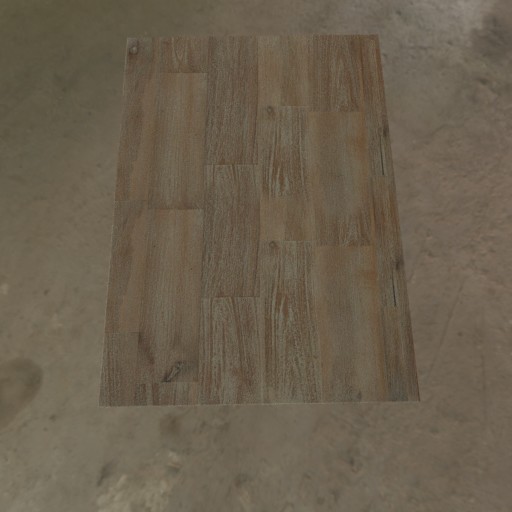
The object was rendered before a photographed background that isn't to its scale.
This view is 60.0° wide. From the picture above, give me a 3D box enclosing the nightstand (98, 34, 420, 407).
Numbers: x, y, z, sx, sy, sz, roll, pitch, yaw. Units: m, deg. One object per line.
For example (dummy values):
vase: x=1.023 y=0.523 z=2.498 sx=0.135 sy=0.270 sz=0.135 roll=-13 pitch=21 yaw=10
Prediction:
nightstand: x=0.000 y=0.000 z=0.903 sx=0.396 sy=0.589 sz=0.552 roll=-1 pitch=74 yaw=0
